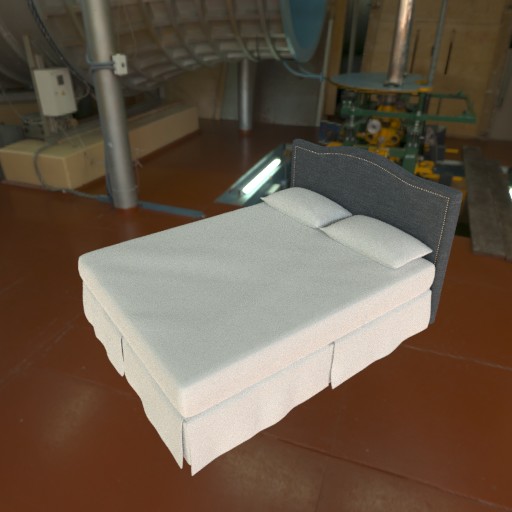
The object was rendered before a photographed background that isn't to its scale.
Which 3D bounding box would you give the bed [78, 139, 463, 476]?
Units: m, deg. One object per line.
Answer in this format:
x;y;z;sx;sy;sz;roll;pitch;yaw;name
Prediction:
0.000;0.000;3.930;2.689;1.457;2.161;-20;35;-31;bed
